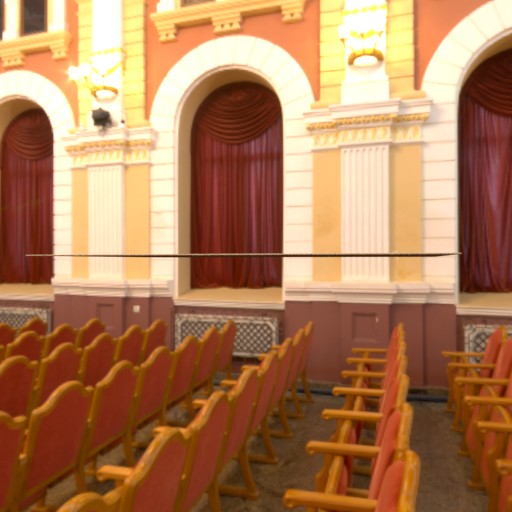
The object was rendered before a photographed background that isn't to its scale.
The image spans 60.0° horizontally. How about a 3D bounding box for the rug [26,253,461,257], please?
[{"bbox_3d":[0.000,0.000,2.907,2.289,0.006,1.523,0,-1,18],"label":"rug"}]
